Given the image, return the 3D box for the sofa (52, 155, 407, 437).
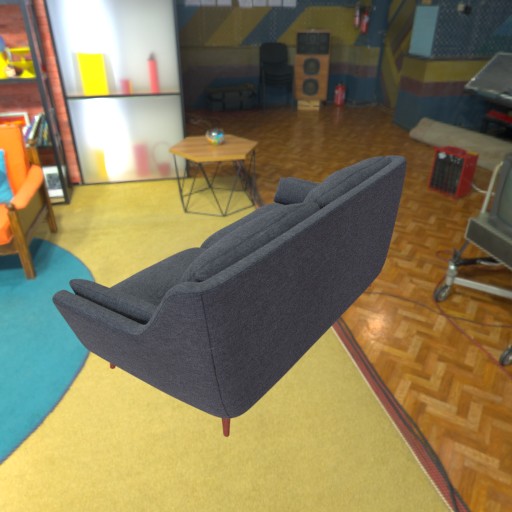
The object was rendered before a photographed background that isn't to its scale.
[{"bbox_3d":[0.000,0.000,2.455,0.975,0.896,1.929,20,36,31],"label":"sofa"}]
